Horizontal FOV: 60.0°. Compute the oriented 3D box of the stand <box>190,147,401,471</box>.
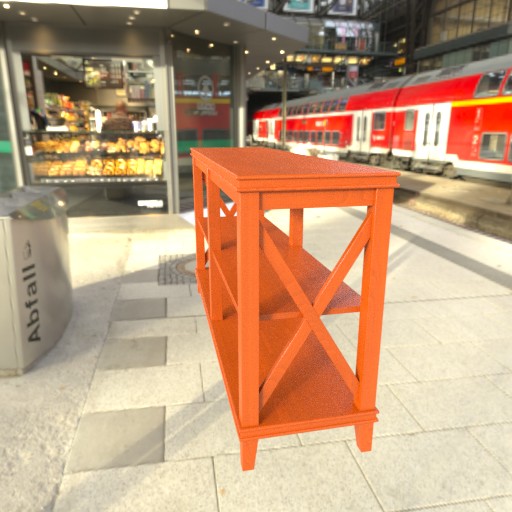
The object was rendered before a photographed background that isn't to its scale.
[{"bbox_3d":[0.000,0.000,1.719,0.381,0.762,1.372,-3,17,-12],"label":"stand"}]
